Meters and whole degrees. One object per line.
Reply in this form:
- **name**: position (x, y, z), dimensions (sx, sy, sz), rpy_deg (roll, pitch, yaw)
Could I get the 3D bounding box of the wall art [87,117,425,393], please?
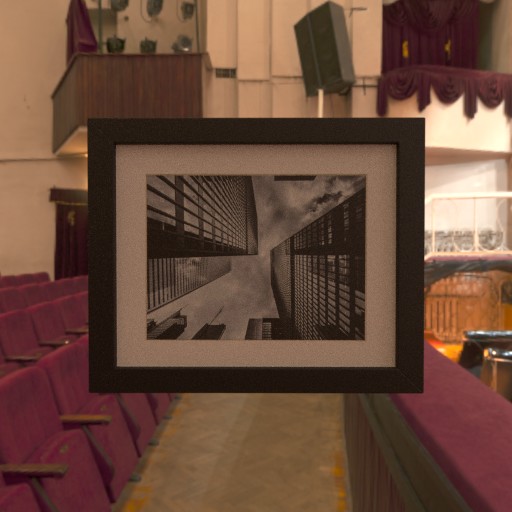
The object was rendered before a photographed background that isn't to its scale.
- **wall art**: position (0.000, 0.000, 0.745), dimensions (0.558, 0.457, 0.031), rpy_deg (0, 1, 0)
